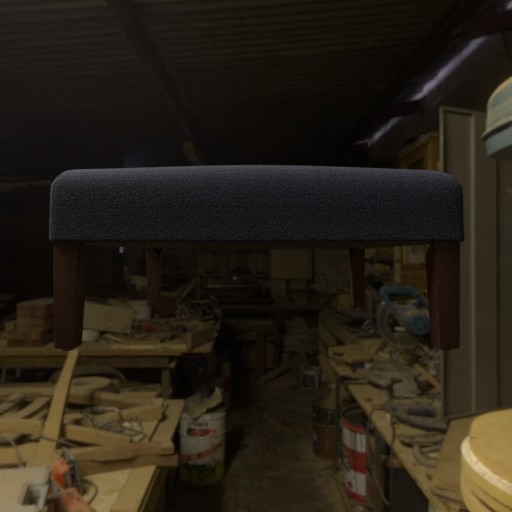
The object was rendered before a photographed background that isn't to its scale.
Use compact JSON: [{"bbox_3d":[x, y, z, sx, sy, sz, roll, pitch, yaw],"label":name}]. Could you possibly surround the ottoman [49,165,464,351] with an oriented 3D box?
[{"bbox_3d":[0.000,0.000,1.379,0.890,0.411,0.889,0,0,0],"label":"ottoman"}]
